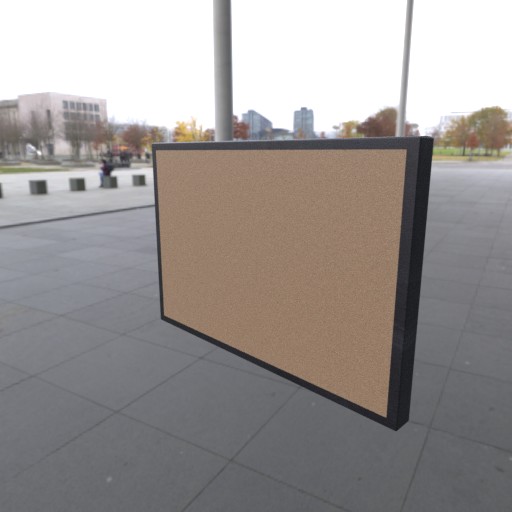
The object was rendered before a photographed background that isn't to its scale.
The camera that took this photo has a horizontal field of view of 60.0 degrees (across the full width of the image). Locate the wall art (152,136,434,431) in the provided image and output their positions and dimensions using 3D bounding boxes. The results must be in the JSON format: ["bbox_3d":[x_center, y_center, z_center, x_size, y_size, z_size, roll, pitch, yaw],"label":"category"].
[{"bbox_3d":[0.000,0.000,0.809,0.038,0.409,0.610,-13,18,-43],"label":"wall art"}]
